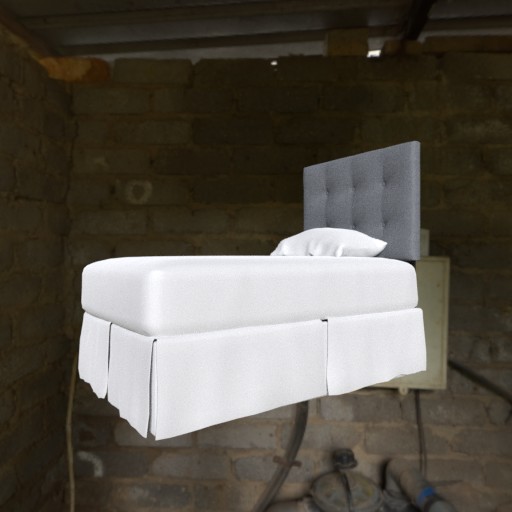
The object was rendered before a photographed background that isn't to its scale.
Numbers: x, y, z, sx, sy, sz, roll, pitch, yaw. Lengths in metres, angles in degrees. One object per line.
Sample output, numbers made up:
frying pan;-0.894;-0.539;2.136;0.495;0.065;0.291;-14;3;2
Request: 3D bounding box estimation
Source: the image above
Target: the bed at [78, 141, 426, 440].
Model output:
bed;0.000;0.000;2.922;1.997;1.571;1.261;0;0;-35
